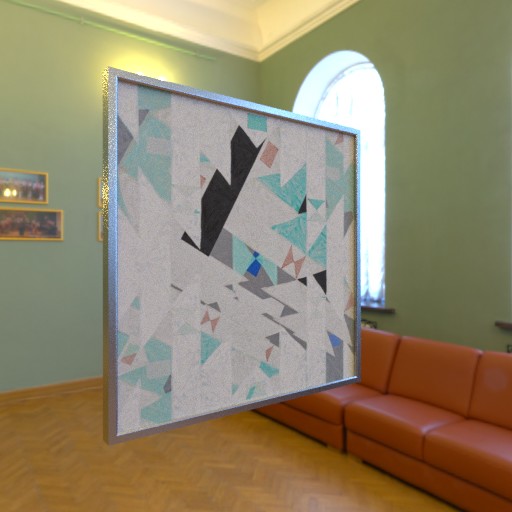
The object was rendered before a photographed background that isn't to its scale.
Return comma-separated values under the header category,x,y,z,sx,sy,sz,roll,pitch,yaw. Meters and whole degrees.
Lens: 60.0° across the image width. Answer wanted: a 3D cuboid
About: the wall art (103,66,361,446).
category,x,y,z,sx,sy,sz,roll,pitch,yaw
wall art,0.000,0.000,1.196,0.806,0.806,0.038,0,0,-36
